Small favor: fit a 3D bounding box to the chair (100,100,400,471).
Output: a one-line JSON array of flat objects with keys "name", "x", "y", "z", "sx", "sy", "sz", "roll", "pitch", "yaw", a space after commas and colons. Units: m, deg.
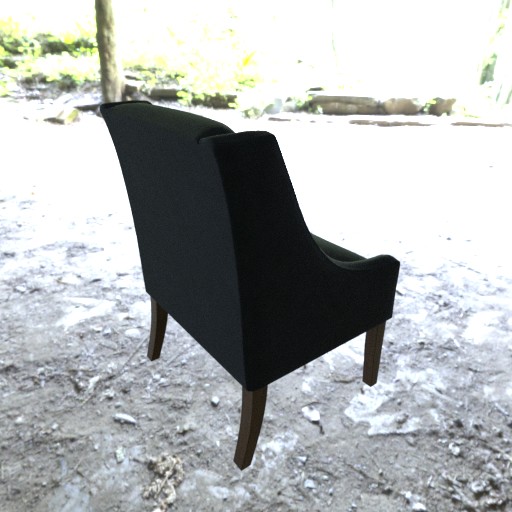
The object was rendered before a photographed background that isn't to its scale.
[{"name": "chair", "x": 0.000, "y": 0.000, "z": 1.355, "sx": 0.629, "sy": 0.895, "sz": 0.629, "roll": -19, "pitch": 32, "yaw": -33}]
